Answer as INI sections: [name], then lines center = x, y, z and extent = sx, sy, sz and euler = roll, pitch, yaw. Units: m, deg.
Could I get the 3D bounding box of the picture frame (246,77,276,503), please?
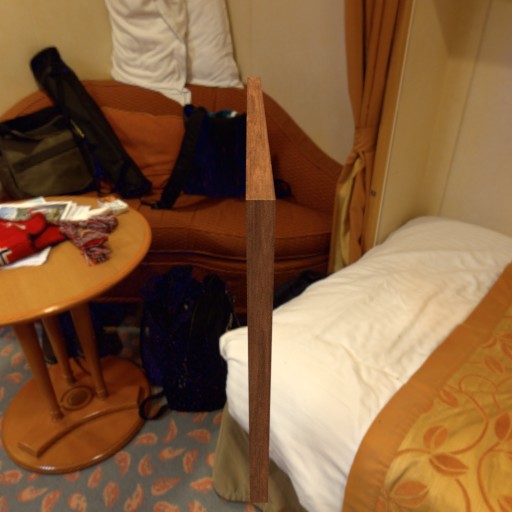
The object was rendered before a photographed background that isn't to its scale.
[picture frame]
center = 0.000, 0.000, 0.730
extent = 0.025, 0.457, 0.559
euler = 0, 32, -1
